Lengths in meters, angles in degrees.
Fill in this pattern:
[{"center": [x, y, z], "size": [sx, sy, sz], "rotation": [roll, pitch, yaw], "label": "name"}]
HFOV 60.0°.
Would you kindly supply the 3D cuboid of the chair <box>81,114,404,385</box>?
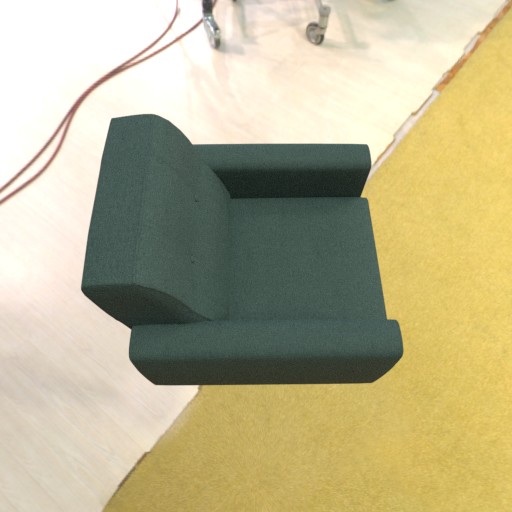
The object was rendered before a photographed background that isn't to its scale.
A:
[{"center": [0.000, 0.000, 1.597], "size": [0.909, 0.841, 0.831], "rotation": [-1, 63, 0], "label": "chair"}]
